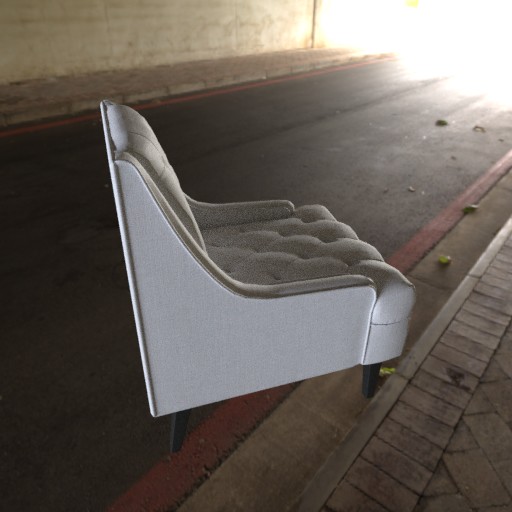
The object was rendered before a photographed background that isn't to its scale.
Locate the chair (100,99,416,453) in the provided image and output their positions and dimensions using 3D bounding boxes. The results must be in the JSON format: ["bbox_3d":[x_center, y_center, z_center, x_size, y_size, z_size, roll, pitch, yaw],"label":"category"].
[{"bbox_3d":[0.000,0.000,1.382,0.772,0.891,0.658,-9,31,-16],"label":"chair"}]
